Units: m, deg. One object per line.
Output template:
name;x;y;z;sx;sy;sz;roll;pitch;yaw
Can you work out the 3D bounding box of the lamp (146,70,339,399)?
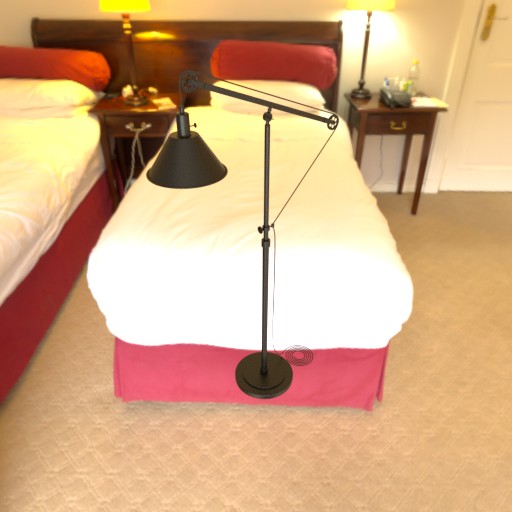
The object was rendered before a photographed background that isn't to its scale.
lamp;0.000;0.000;2.000;0.904;1.626;0.319;-22;38;-30
